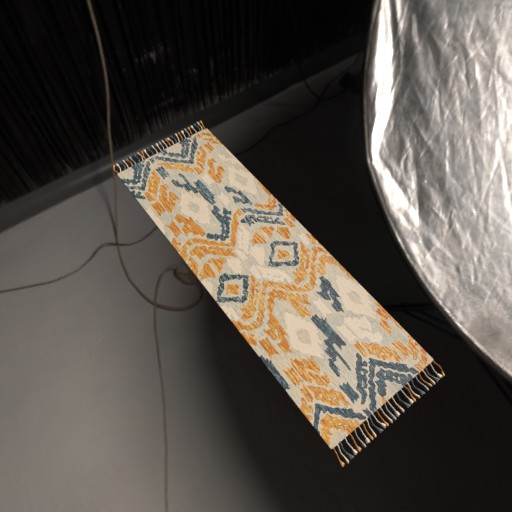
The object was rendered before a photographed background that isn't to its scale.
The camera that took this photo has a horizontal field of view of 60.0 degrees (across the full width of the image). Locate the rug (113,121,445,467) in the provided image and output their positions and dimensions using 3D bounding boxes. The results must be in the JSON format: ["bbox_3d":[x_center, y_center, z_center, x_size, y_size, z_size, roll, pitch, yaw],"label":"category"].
[{"bbox_3d":[0.000,0.000,2.781,0.783,0.010,2.437,-33,65,-18],"label":"rug"}]
